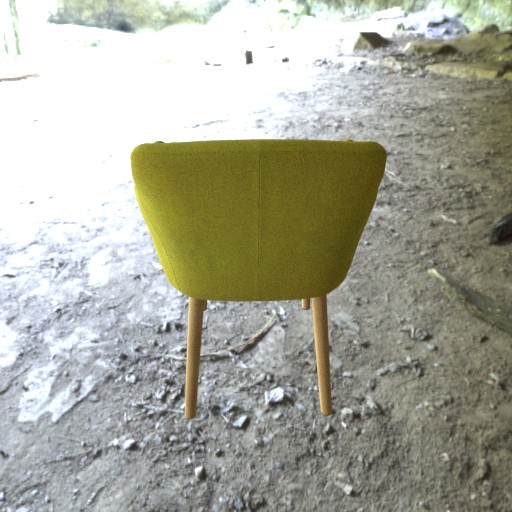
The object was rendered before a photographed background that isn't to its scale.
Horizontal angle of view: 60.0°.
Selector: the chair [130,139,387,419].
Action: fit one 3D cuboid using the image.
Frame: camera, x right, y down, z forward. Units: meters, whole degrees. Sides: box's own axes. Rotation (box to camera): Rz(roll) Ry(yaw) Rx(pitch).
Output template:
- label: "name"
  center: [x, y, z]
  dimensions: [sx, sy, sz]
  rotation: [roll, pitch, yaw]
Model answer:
- label: "chair"
  center: [0.000, 0.000, 1.186]
  dimensions: [0.570, 0.780, 0.570]
  rotation: [-1, 32, -1]
